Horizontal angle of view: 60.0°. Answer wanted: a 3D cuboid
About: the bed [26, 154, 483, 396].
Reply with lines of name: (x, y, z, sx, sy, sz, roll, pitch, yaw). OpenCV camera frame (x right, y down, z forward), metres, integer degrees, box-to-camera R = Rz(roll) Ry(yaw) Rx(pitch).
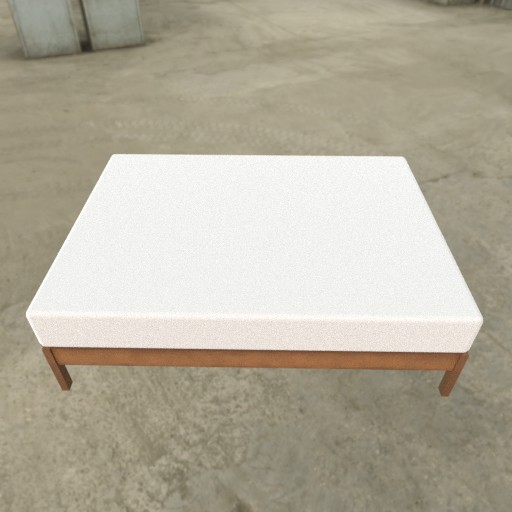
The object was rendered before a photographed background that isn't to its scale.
bed: (0.000, 0.000, 2.717, 2.050, 0.593, 1.529, 1, 41, 1)
